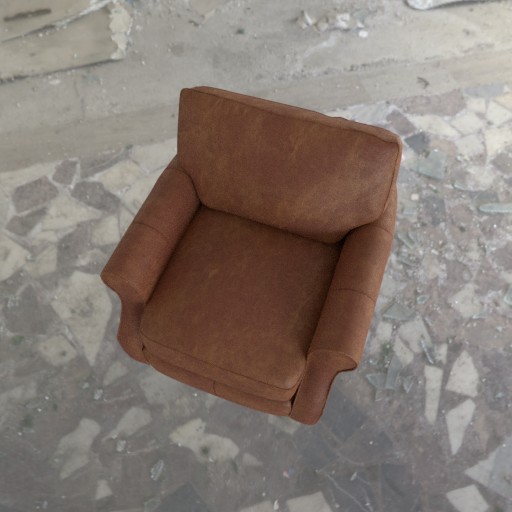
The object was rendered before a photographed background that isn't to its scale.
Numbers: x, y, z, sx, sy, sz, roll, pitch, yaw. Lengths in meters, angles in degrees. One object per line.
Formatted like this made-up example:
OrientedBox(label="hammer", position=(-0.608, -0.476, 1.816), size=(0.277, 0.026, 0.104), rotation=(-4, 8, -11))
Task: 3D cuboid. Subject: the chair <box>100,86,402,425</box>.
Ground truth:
OrientedBox(label="chair", position=(0.000, 0.000, 1.779), size=(0.983, 0.962, 0.986), rotation=(17, 60, 11))
